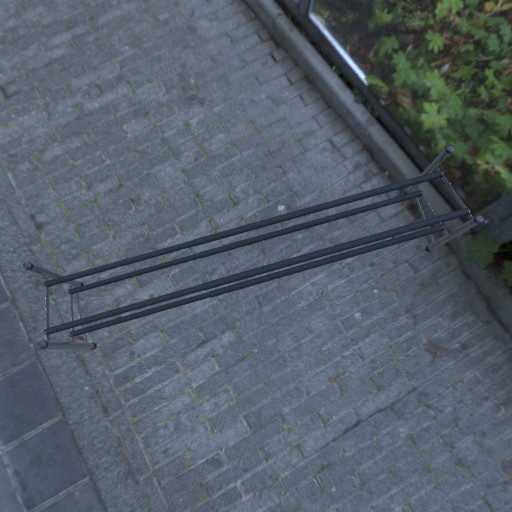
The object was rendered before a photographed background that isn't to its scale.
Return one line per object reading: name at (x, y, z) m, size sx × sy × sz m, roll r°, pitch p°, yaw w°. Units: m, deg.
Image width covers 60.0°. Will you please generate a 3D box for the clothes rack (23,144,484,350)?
clothes rack at (0.000, 0.000, 1.301) m, size 1.168 × 0.349 × 0.229 m, roll -16°, pitch 78°, yaw -3°
